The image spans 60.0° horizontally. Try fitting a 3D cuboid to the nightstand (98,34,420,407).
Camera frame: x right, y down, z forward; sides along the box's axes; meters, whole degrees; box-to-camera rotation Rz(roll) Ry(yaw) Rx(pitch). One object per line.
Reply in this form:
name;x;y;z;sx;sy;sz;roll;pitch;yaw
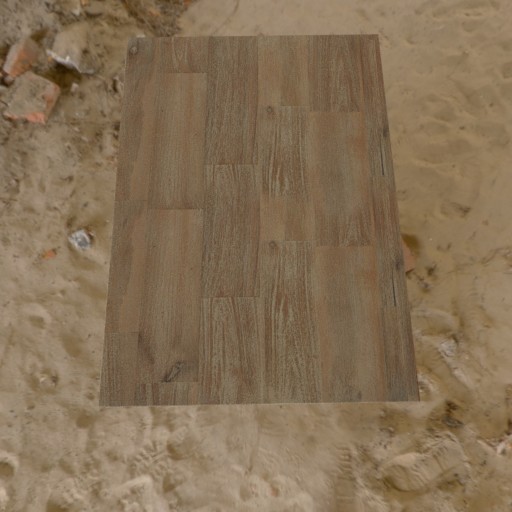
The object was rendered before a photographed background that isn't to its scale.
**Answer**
nightstand;0.000;0.000;0.903;0.396;0.589;0.552;-1;74;0
